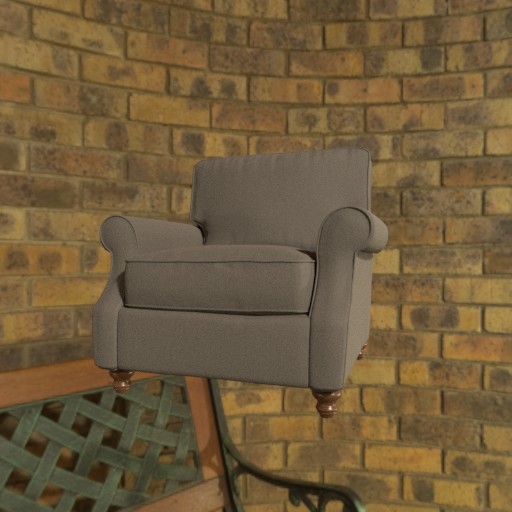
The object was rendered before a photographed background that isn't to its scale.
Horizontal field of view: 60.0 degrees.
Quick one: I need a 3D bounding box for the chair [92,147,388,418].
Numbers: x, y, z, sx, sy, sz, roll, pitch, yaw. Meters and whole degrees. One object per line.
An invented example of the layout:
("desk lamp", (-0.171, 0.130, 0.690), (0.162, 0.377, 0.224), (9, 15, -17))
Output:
("chair", (0.000, 0.000, 1.819), (1.029, 0.967, 0.966), (0, 0, 19))
